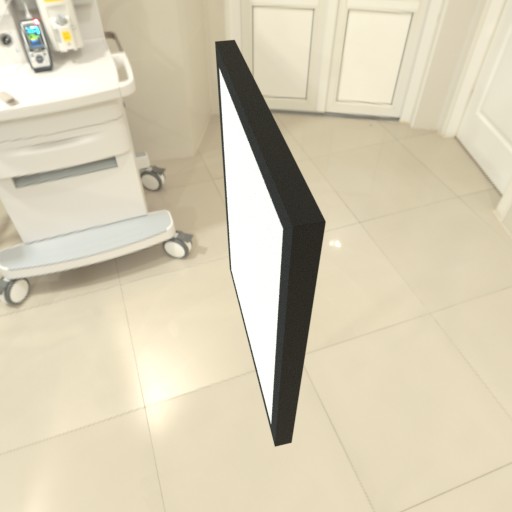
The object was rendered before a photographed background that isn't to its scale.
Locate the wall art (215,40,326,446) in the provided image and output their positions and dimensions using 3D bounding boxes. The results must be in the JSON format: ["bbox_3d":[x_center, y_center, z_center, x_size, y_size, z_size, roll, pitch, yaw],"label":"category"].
[{"bbox_3d":[0.000,0.000,0.562,0.024,0.404,0.329,-10,47,-9],"label":"wall art"}]
